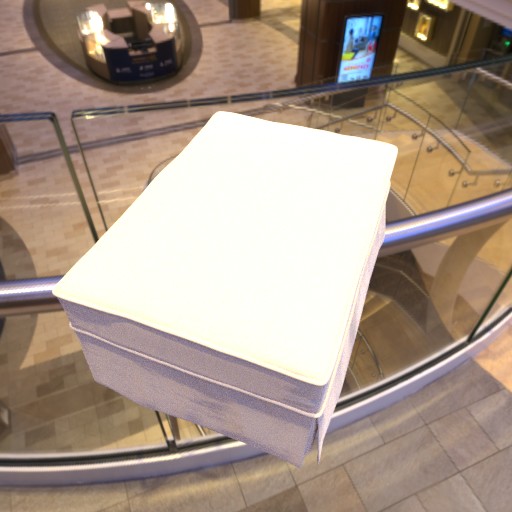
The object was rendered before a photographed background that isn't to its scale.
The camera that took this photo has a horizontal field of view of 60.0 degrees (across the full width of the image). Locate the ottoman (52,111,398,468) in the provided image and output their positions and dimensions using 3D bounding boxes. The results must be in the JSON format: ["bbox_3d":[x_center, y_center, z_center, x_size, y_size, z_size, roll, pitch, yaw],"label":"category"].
[{"bbox_3d":[0.000,0.000,1.344,0.703,0.479,0.944,16,48,15],"label":"ottoman"}]
